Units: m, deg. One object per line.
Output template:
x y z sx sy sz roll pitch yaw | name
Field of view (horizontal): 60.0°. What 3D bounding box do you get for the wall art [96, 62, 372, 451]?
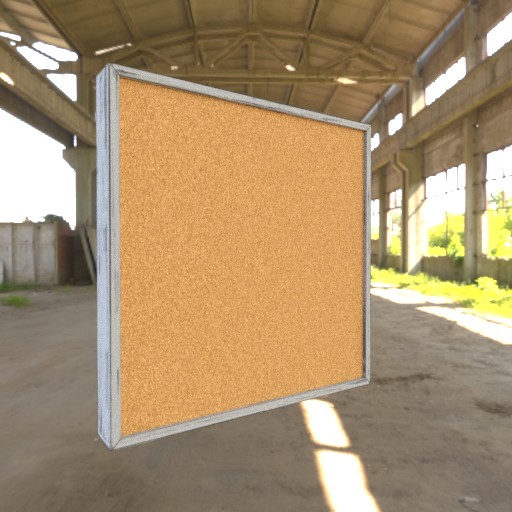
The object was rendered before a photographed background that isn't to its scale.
0.000 0.000 0.447 0.303 0.303 0.036 -1 1 -35 | wall art
